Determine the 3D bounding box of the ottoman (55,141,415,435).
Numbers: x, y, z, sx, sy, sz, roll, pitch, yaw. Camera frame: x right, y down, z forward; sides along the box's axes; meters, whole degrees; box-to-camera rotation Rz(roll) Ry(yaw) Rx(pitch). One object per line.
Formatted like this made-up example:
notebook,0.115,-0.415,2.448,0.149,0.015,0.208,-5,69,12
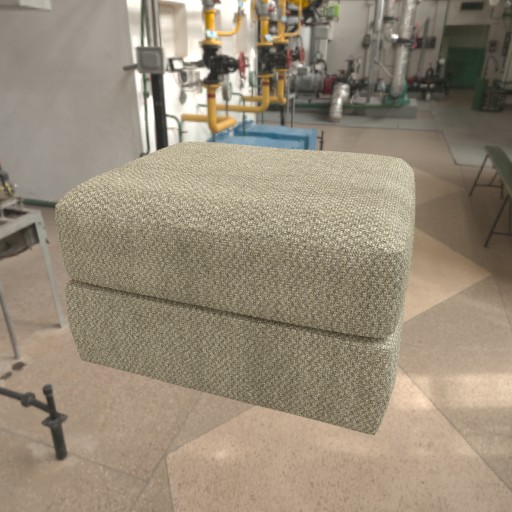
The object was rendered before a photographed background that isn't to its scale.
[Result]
ottoman,0.000,0.000,1.134,0.751,0.476,0.603,9,27,17
